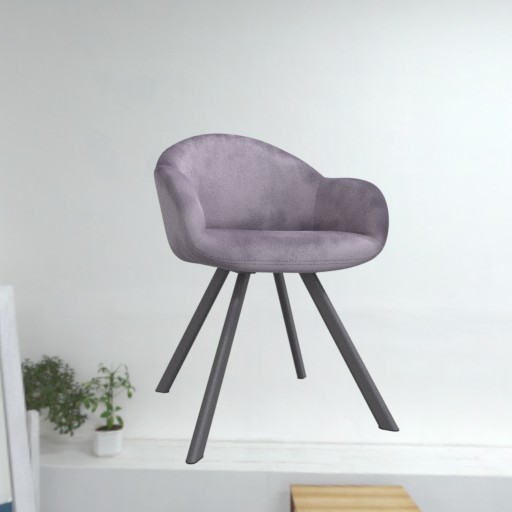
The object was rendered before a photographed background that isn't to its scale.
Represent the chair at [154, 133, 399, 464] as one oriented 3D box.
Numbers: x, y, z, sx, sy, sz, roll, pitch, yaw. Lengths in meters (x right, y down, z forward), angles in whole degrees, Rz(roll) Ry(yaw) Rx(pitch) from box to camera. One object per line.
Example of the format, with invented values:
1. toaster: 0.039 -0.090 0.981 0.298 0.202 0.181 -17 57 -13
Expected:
1. chair: 0.000 0.000 1.202 0.550 0.795 0.590 0 0 -20
